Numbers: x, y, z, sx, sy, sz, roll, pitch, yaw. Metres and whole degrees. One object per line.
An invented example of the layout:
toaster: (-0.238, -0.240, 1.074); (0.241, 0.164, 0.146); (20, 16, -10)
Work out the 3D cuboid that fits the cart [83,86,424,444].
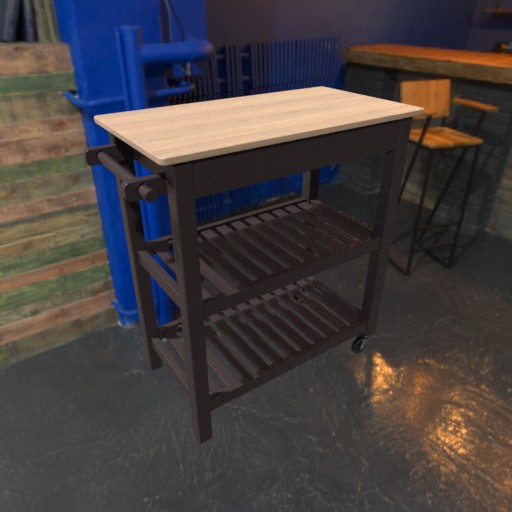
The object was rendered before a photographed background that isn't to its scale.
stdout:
cart: (0.000, 0.000, 1.479); (0.899, 0.927, 0.457); (-19, 35, -29)
